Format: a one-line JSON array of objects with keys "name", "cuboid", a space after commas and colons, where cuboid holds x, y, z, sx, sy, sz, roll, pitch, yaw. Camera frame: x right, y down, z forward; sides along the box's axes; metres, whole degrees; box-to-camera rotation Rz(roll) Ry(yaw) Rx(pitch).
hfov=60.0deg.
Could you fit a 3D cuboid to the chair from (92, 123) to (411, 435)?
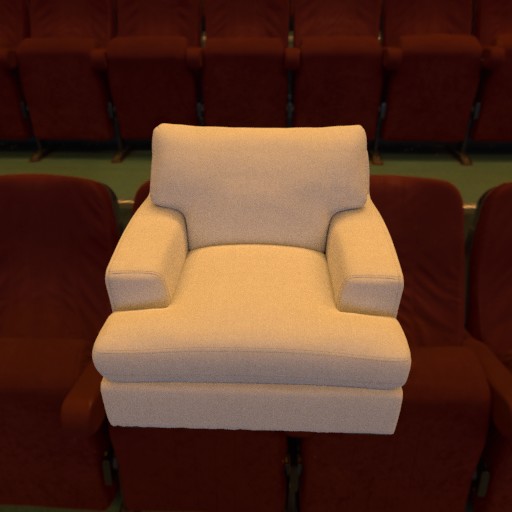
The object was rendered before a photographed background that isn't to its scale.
[{"name": "chair", "cuboid": [0.000, 0.000, 1.917, 1.140, 0.930, 1.158, 1, 31, 2]}]
